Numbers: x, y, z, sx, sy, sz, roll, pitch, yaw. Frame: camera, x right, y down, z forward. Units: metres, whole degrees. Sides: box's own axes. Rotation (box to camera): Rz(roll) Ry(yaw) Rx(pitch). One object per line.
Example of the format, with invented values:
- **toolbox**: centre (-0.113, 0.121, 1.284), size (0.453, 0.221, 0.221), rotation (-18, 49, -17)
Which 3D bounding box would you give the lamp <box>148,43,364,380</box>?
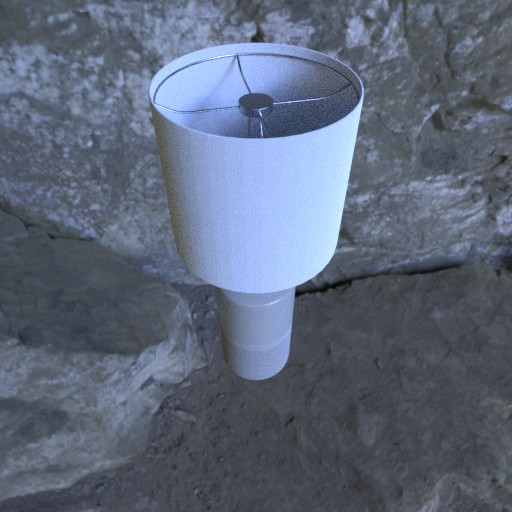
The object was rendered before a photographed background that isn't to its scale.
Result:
- **lamp**: centre (0.000, 0.000, 0.617), size (0.212, 0.493, 0.212), rotation (-9, 46, -9)
